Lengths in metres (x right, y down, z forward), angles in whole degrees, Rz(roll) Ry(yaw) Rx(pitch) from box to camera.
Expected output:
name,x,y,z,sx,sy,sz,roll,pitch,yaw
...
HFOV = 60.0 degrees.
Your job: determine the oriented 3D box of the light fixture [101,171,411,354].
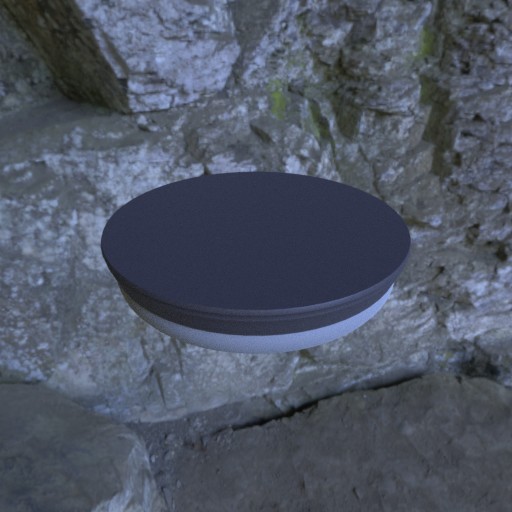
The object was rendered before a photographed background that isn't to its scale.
name,x,y,z,sx,sy,sz,roll,pitch,yaw
light fixture,0.000,0.000,0.571,0.368,0.100,0.368,0,30,0
